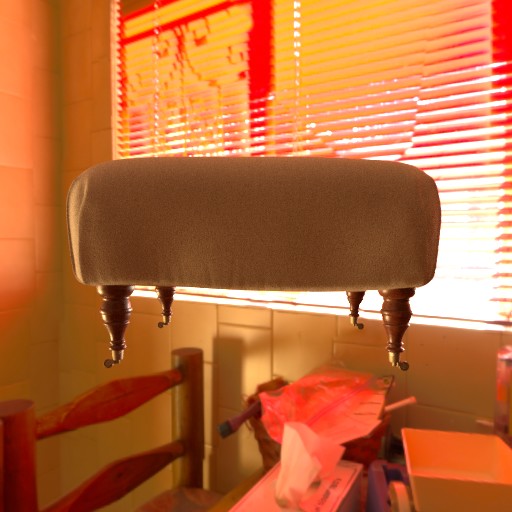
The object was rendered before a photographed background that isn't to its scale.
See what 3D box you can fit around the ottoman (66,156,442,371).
[{"bbox_3d":[0.000,0.000,1.124,0.746,0.450,0.622,0,2,2],"label":"ottoman"}]
